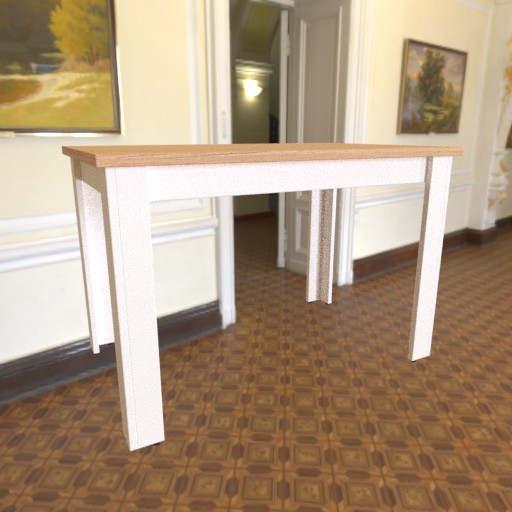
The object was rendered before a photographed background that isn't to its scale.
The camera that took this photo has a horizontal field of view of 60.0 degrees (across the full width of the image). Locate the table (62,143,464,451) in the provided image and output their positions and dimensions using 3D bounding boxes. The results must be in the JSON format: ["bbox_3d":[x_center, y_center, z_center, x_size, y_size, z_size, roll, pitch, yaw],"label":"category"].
[{"bbox_3d":[0.000,0.000,1.530,1.100,0.734,0.700,-8,17,-27],"label":"table"}]
